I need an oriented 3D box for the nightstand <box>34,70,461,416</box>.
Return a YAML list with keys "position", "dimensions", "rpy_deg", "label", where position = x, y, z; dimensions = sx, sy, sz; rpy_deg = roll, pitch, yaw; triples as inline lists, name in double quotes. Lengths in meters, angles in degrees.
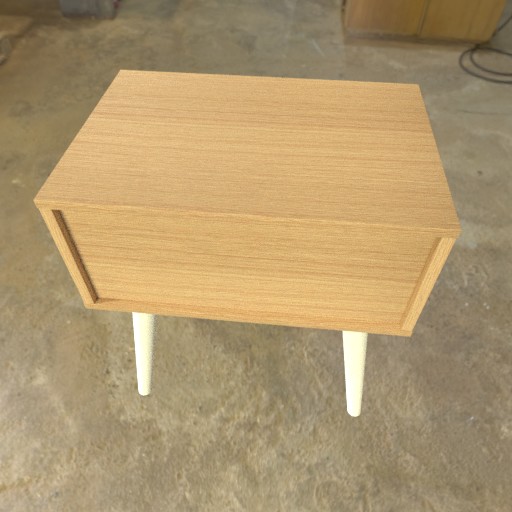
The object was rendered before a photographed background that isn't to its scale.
- position: [0.000, 0.000, 0.948]
  dimensions: [0.571, 0.610, 0.407]
  rpy_deg: [4, 48, 4]
  label: "nightstand"
